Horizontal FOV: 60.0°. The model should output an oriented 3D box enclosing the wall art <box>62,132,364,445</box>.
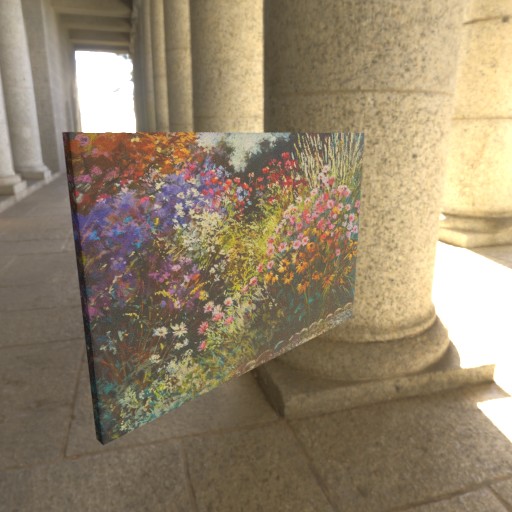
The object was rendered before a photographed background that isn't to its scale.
[{"bbox_3d":[0.000,0.000,1.417,0.042,0.760,1.136,15,21,43],"label":"wall art"}]
